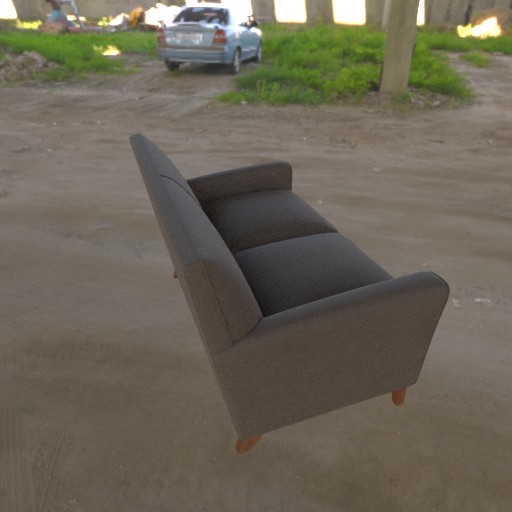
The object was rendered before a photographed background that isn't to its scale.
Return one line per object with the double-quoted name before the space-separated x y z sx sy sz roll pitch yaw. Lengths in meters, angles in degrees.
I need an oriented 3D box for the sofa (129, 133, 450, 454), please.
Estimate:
"sofa" 0.000 0.000 1.991 0.871 0.846 1.420 -10 31 -17
